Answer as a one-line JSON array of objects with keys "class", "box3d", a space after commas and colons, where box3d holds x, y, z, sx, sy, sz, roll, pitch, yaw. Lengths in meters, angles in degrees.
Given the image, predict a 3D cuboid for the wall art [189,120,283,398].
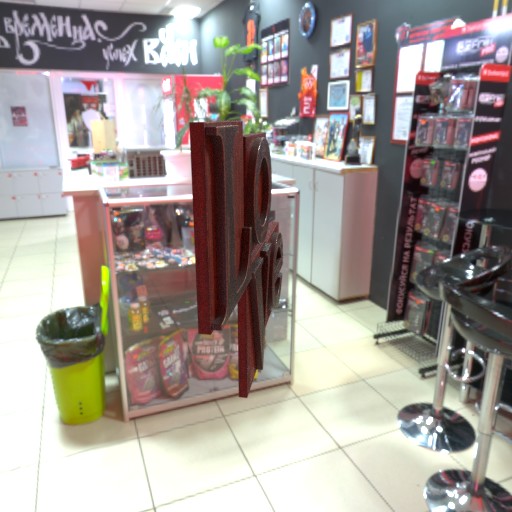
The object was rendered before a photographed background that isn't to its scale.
[{"class": "wall art", "box3d": [0.000, 0.000, 0.848, 0.030, 0.497, 0.635, 3, 18, 10]}]
